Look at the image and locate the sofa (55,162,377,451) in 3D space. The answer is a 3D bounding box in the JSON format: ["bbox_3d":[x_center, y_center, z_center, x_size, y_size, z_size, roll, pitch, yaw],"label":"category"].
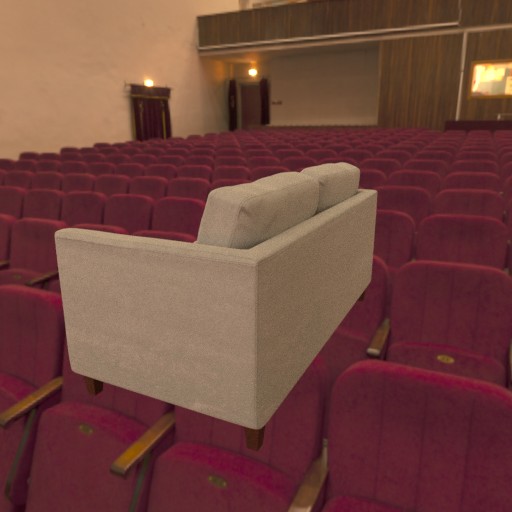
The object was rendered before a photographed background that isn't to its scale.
[{"bbox_3d":[0.000,0.000,2.451,0.950,0.963,1.884,8,18,25],"label":"sofa"}]
